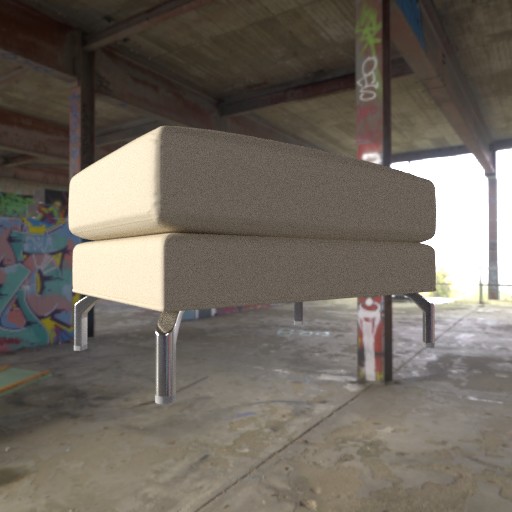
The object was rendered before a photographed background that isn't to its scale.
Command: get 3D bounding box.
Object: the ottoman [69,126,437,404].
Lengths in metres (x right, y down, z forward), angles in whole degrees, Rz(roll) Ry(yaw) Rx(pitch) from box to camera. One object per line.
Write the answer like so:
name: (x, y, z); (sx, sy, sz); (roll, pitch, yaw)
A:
ottoman: (0.000, 0.000, 1.194); (0.835, 0.497, 0.581); (0, -1, -37)
